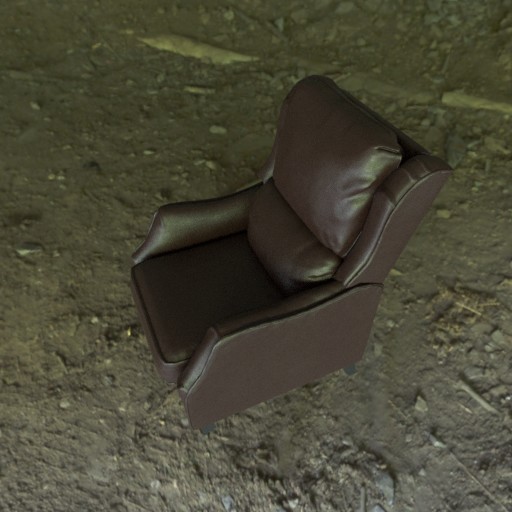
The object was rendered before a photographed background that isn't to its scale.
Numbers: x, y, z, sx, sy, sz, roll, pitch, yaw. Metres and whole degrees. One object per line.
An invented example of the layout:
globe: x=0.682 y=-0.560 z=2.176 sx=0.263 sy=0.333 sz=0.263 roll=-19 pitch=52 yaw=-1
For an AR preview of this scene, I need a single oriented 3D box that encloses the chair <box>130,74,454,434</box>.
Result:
chair: x=0.000 y=0.000 z=1.755 sx=0.982 sy=1.132 sz=0.770 roll=-18 pitch=47 yaw=-17
